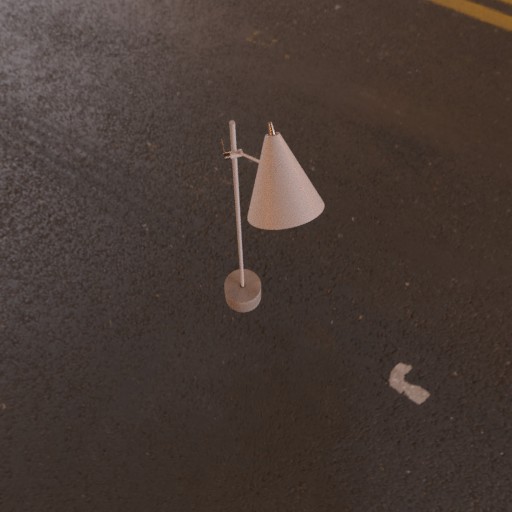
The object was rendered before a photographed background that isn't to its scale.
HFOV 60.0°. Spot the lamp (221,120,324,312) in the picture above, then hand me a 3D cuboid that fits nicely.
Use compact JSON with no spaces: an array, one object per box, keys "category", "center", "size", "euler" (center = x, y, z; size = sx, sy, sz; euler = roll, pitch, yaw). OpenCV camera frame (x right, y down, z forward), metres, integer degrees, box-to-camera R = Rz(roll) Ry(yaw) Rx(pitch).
[{"category":"lamp","center":[0.000,0.000,1.608],"size":[0.223,1.430,0.508],"euler":[-15,63,-8]}]
